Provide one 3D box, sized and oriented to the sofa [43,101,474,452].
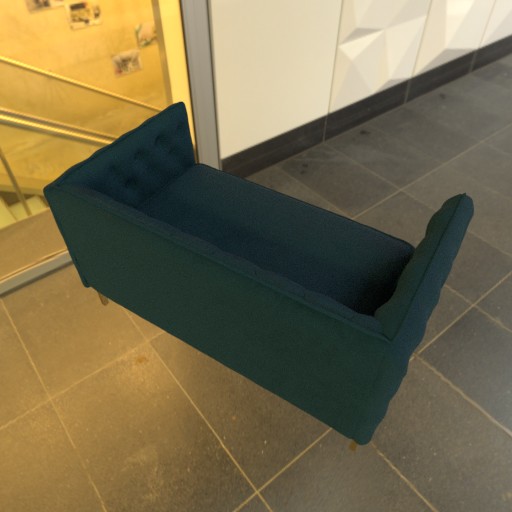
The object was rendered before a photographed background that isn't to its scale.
[{"bbox_3d":[0.000,0.000,2.068,1.583,0.810,0.909,24,51,22],"label":"sofa"}]
